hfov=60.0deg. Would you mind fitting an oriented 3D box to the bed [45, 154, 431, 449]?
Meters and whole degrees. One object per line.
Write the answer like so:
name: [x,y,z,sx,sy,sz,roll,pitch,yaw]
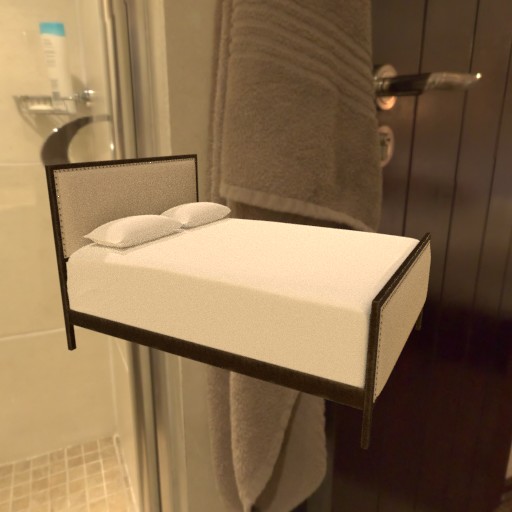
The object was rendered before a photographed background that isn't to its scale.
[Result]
bed: [0.000,0.000,3.193,2.221,1.313,1.607,8,18,27]
